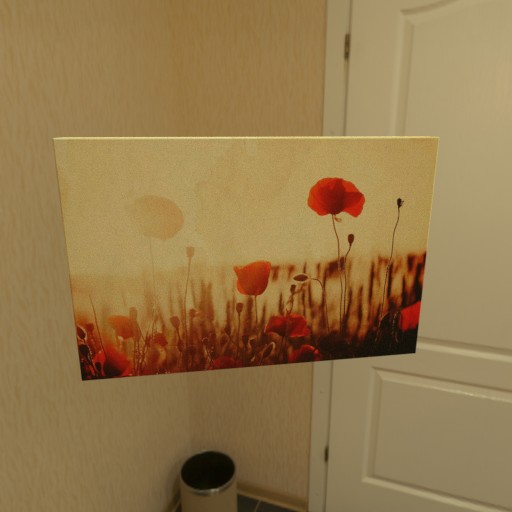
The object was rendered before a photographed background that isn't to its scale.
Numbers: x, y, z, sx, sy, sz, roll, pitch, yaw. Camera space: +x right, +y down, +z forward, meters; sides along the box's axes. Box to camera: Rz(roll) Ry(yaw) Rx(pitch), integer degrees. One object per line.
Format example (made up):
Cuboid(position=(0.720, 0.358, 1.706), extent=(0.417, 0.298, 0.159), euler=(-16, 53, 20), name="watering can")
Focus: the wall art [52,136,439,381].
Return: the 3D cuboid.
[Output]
Cuboid(position=(0.000, 0.000, 0.484), extent=(0.383, 0.251, 0.037), euler=(-3, 16, -9), name="wall art")
